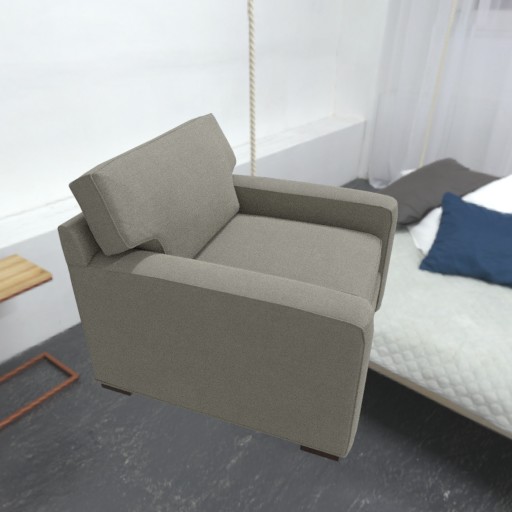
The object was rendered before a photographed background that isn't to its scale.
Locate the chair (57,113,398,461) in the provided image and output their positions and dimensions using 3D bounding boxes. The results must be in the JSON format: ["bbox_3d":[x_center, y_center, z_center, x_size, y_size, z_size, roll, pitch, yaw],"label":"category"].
[{"bbox_3d":[0.000,0.000,1.834,1.044,0.934,0.999,10,32,17],"label":"chair"}]
